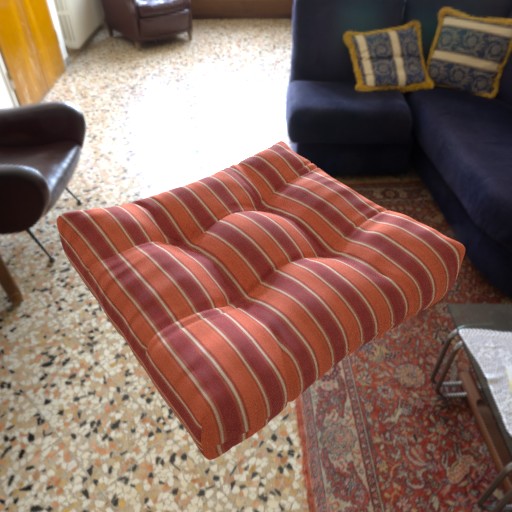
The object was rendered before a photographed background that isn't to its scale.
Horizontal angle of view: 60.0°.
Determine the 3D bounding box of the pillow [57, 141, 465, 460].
[{"bbox_3d":[0.000,0.000,0.723,0.490,0.133,0.468,-27,48,-27],"label":"pillow"}]
